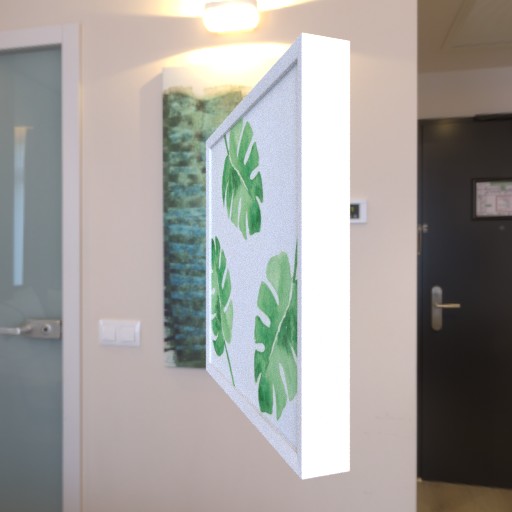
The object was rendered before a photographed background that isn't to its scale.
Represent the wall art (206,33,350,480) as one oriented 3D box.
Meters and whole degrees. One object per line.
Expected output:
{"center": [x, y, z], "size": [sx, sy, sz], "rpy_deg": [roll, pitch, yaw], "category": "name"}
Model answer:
{"center": [0.000, 0.000, 0.452], "size": [0.038, 0.305, 0.305], "rpy_deg": [0, 0, -19], "category": "wall art"}
